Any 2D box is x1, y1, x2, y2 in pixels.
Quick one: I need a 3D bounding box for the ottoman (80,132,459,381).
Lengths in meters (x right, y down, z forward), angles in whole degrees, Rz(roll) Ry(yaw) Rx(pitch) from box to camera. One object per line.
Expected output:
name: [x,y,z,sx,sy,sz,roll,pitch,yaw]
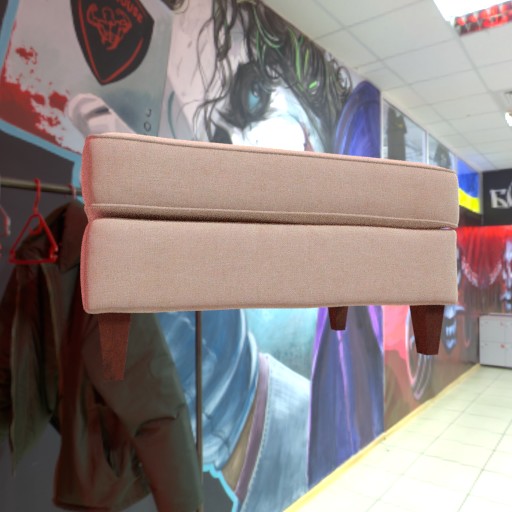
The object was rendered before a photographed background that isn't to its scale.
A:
ottoman: [0.000,0.000,1.181,0.862,0.484,0.583,1,-2,-19]
